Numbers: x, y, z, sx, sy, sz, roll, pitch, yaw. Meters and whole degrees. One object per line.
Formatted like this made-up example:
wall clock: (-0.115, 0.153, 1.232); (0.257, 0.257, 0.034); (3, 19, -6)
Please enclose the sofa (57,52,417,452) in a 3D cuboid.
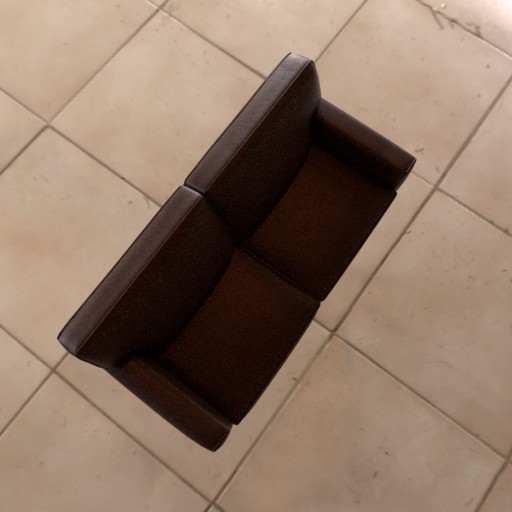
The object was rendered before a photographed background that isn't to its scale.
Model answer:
sofa: (0.000, 0.000, 2.424); (0.912, 0.928, 1.876); (35, 79, 8)
